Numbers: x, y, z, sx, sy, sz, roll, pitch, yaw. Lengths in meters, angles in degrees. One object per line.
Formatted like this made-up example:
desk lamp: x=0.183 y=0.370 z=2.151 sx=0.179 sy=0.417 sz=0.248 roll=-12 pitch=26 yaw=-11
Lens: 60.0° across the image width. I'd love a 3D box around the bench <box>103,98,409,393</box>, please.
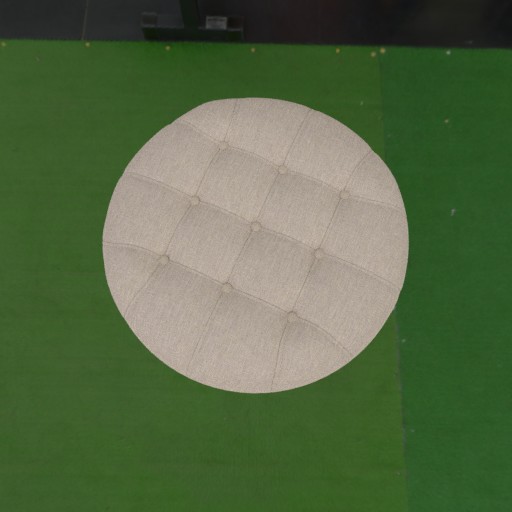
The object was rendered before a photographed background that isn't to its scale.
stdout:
bench: x=0.000 y=0.000 z=1.028 sx=0.600 sy=0.454 sz=0.600 roll=0 pitch=75 yaw=0
